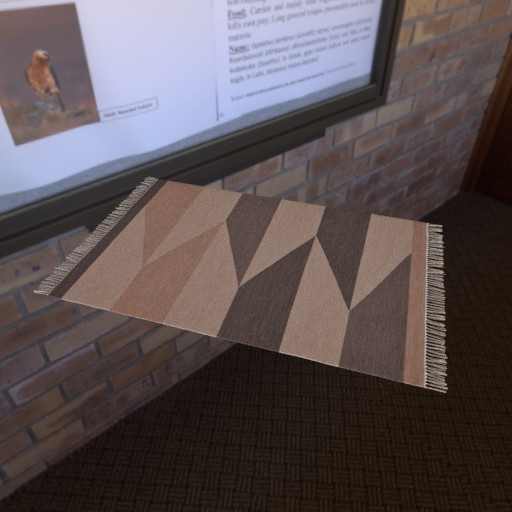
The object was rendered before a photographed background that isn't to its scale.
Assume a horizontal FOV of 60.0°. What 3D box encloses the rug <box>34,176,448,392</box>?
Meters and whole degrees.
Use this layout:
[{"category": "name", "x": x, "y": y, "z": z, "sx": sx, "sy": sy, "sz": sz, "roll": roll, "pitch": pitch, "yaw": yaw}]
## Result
[{"category": "rug", "x": 0.000, "y": 0.000, "z": 2.479, "sx": 2.021, "sy": 0.027, "sz": 1.224, "roll": 11, "pitch": 41, "yaw": 13}]
